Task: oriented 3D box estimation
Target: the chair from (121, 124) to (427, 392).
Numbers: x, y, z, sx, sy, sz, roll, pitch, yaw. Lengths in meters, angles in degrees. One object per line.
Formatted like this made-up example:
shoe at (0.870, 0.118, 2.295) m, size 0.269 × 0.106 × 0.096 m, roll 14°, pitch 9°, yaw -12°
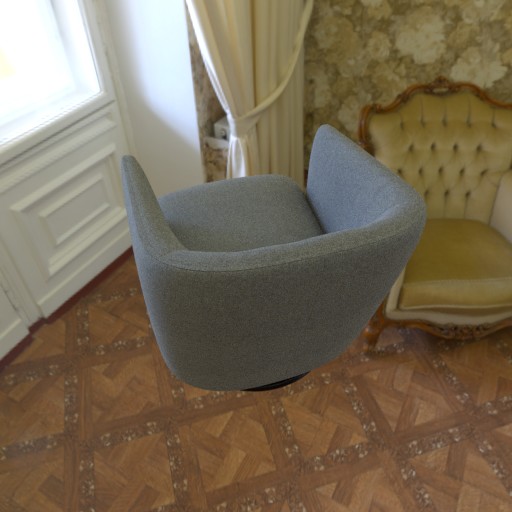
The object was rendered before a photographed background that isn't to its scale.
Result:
chair at (0.000, 0.000, 1.610) m, size 0.822 × 0.861 × 0.986 m, roll -12°, pitch 44°, yaw -13°
